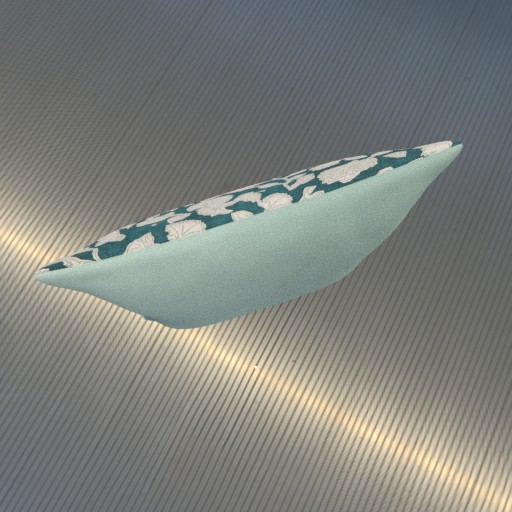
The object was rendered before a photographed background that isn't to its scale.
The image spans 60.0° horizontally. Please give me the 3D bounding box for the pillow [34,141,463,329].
[{"bbox_3d":[0.000,0.000,0.758,0.525,0.508,0.166,-18,77,-4],"label":"pillow"}]
